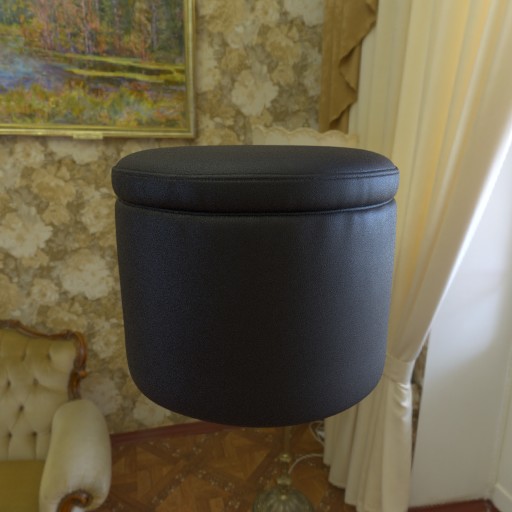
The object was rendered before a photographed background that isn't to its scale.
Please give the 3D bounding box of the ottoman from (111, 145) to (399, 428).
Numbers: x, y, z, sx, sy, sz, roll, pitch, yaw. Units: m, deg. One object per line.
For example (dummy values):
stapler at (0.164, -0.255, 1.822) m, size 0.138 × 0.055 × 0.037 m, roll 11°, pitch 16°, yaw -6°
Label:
ottoman at (0.000, 0.000, 0.844) m, size 0.501 × 0.409 × 0.501 m, roll 0°, pitch 15°, yaw 0°
